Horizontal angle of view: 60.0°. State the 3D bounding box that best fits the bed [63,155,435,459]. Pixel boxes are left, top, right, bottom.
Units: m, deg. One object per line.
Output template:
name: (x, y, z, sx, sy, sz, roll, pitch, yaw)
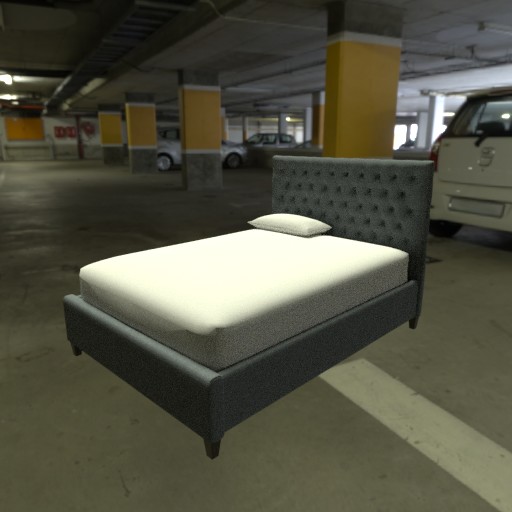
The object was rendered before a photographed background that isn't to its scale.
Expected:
bed: (0.000, 0.000, 3.405, 1.698, 1.411, 2.335, 14, 20, 43)
